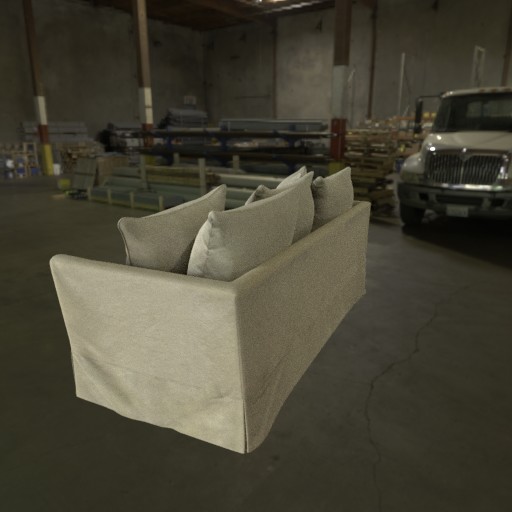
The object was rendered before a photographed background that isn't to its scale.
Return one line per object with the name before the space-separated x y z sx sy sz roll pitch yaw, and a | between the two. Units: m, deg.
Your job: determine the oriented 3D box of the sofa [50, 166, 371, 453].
sofa | 0.000 0.000 2.840 1.031 1.034 2.290 8 18 25
